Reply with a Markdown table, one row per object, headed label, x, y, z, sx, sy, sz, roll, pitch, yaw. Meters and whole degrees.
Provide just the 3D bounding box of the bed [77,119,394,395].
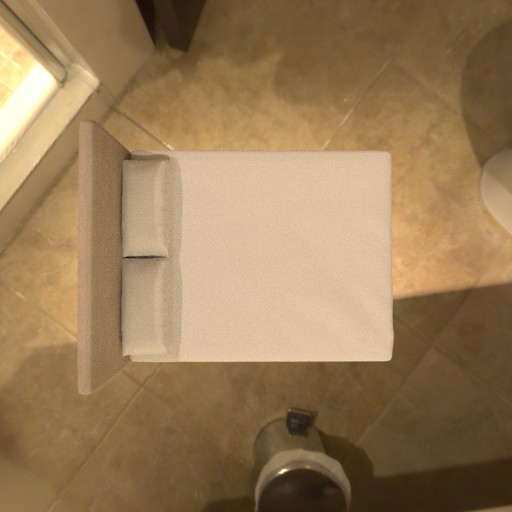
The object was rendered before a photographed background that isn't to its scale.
| label | x | y | z | sx | sy | sz | roll | pitch | yaw |
| --- | --- | --- | --- | --- | --- | --- | --- | --- | --- |
| bed | 0.000 | 0.000 | 3.288 | 2.162 | 1.330 | 1.713 | 0 | 89 | -1 |
